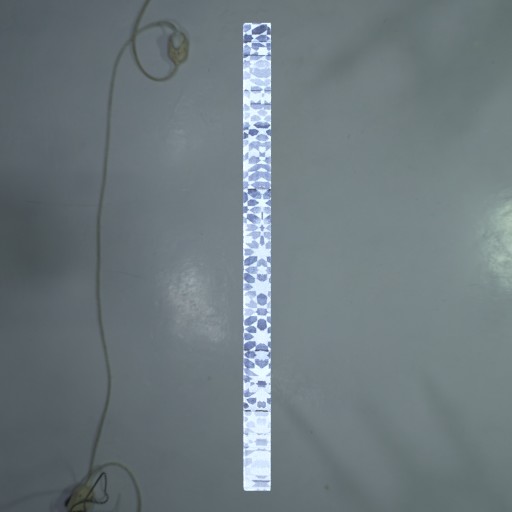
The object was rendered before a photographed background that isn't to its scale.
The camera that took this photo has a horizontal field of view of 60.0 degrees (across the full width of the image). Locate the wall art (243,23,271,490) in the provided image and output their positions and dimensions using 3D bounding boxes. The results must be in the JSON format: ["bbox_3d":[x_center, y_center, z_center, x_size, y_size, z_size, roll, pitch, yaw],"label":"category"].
[{"bbox_3d":[0.000,0.000,1.164,0.057,0.608,0.911,0,91,0],"label":"wall art"}]
